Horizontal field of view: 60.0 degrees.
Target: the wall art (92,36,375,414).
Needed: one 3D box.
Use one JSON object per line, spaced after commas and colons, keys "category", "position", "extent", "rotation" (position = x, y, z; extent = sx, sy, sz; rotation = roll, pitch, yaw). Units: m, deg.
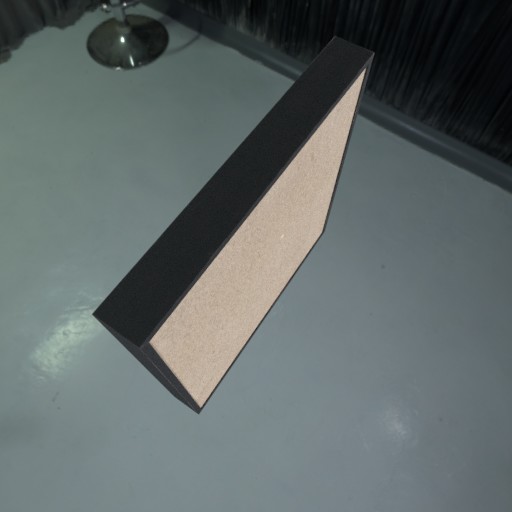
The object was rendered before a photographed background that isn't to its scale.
{"category": "wall art", "position": [0.000, 0.000, 0.459], "extent": [0.038, 0.305, 0.305], "rotation": [31, 67, 14]}
